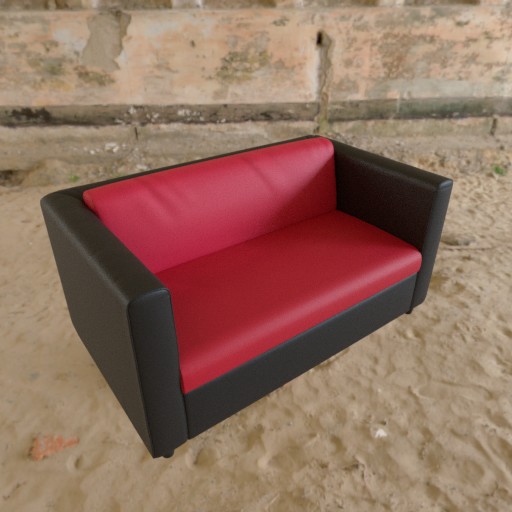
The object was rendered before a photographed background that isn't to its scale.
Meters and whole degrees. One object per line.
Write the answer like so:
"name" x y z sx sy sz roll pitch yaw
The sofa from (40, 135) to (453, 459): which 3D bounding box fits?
"sofa" 0.000 0.000 1.878 1.410 0.735 0.845 -21 36 -31
